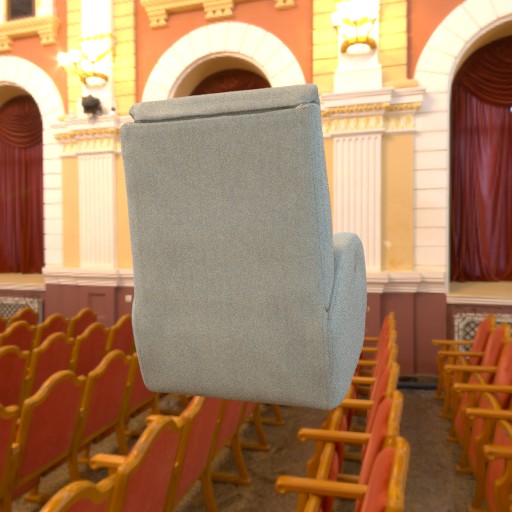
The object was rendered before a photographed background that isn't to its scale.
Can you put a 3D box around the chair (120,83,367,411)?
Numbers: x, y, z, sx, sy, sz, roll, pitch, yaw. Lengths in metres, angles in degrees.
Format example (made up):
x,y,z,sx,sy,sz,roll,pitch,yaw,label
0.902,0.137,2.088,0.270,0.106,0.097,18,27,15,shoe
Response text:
x,y,z,sx,sy,sz,roll,pitch,yaw,label
0.000,0.000,1.710,0.794,1.016,0.940,0,1,17,chair
